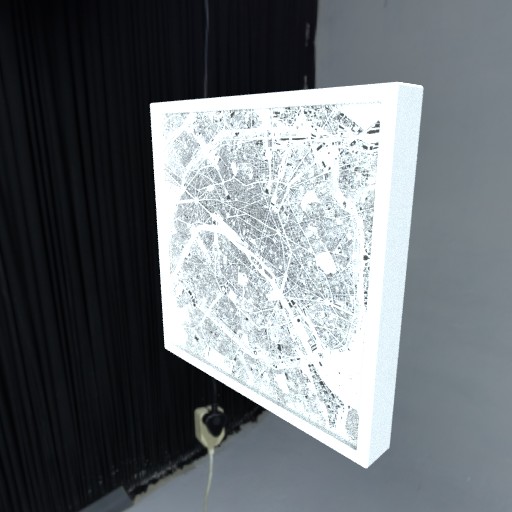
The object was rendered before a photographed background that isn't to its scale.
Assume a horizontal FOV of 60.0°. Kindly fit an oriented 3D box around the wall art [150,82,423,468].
[{"bbox_3d":[0.000,0.000,0.449,0.038,0.305,0.305,-15,21,-42],"label":"wall art"}]
